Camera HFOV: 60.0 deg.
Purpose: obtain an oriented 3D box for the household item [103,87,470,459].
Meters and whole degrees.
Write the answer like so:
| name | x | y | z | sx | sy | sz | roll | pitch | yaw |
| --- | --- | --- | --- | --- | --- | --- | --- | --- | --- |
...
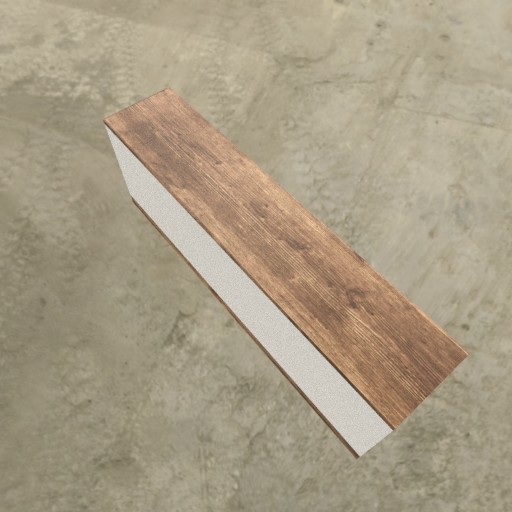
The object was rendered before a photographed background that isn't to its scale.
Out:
| name | x | y | z | sx | sy | sz | roll | pitch | yaw |
| --- | --- | --- | --- | --- | --- | --- | --- | --- | --- |
| household item | 0.000 | 0.000 | 2.044 | 0.390 | 0.615 | 1.800 | -35 | 64 | -20 |
